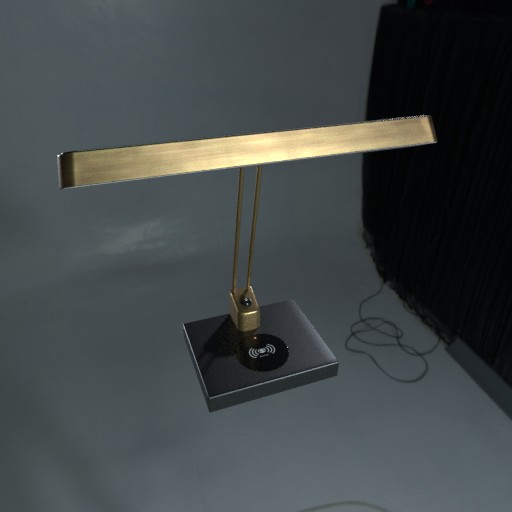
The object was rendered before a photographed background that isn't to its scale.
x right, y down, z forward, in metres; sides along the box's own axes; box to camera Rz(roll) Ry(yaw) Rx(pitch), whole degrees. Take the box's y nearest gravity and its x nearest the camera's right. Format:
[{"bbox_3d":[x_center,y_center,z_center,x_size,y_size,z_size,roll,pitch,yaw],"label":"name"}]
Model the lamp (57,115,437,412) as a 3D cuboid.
[{"bbox_3d":[0.000,0.000,0.570,0.412,0.345,0.156,-11,33,-17],"label":"lamp"}]
